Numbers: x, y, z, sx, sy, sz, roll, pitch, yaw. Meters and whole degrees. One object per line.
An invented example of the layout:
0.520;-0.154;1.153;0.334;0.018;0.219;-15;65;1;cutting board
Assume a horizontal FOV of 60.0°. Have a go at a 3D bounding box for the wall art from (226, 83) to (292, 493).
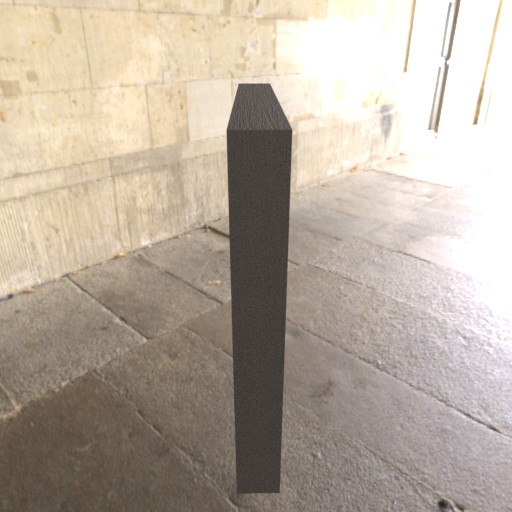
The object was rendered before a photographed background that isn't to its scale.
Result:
0.000;0.000;0.446;0.036;0.300;0.302;0;26;-1;wall art
